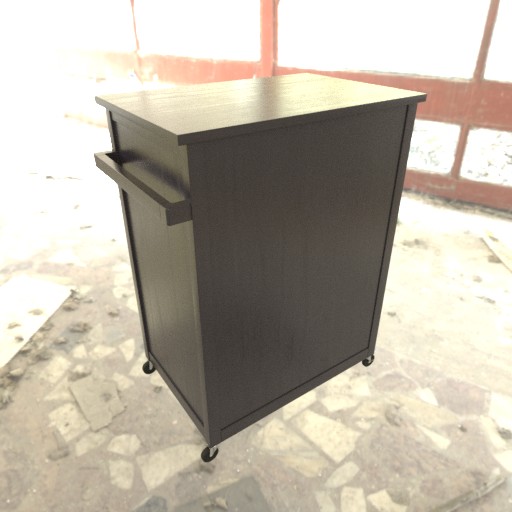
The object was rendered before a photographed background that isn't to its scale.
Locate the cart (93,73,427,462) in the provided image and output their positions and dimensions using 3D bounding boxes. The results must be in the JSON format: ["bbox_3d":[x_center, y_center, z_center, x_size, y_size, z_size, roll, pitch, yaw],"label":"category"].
[{"bbox_3d":[0.000,0.000,1.265,0.690,0.878,0.449,-19,35,-30],"label":"cart"}]
